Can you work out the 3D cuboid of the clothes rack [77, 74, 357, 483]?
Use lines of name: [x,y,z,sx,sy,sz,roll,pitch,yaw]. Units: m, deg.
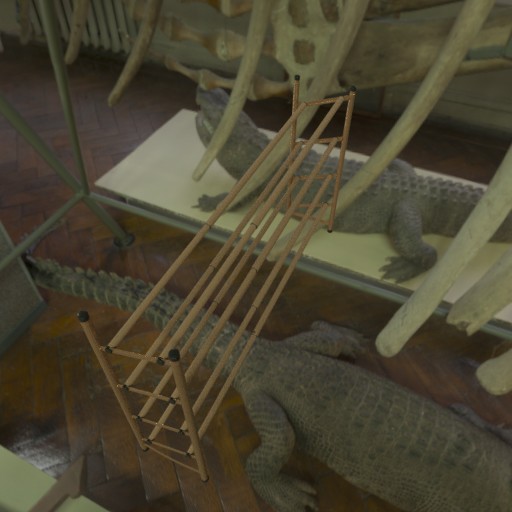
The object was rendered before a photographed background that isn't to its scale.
clothes rack: [0.000,0.000,1.420,0.229,0.672,1.168,18,49,17]
